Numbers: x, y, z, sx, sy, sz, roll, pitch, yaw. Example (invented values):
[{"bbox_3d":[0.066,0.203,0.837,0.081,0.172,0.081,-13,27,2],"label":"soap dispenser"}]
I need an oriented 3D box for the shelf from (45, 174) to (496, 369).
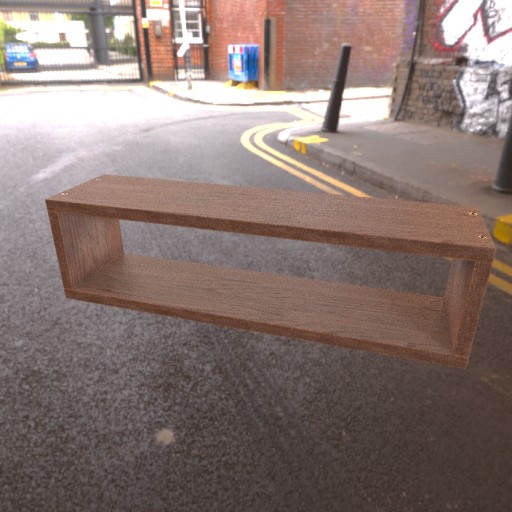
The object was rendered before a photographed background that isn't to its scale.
[{"bbox_3d":[0.000,0.000,0.678,0.610,0.170,0.150,7,26,15],"label":"shelf"}]
